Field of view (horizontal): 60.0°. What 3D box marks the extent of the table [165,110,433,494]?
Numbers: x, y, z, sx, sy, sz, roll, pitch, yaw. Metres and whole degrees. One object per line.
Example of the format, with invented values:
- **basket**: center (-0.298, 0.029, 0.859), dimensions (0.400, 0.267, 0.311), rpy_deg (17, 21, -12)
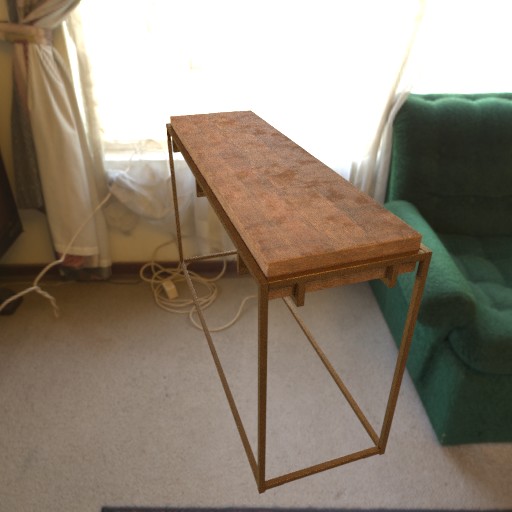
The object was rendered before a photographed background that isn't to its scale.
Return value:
- **table**: center (0.000, 0.000, 1.775), dimensions (0.440, 0.820, 1.400), rpy_deg (-10, 32, -16)
